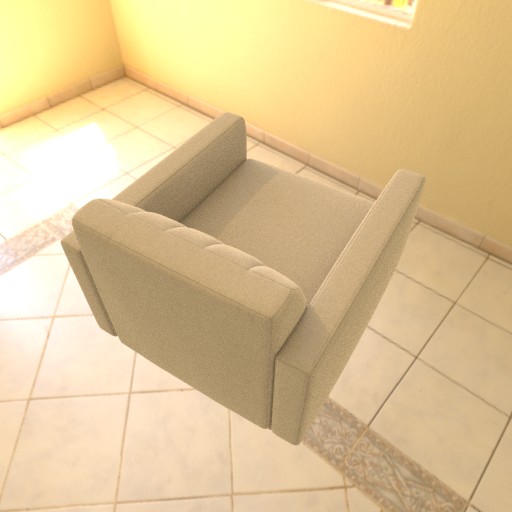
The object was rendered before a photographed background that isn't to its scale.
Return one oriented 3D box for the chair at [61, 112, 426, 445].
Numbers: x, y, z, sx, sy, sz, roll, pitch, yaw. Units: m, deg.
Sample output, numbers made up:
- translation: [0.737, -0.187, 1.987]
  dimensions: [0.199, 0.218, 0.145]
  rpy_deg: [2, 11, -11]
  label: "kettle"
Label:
- translation: [0.000, 0.000, 1.698]
  dimensions: [0.953, 0.819, 0.998]
  rpy_deg: [24, 52, 21]
  label: "chair"
